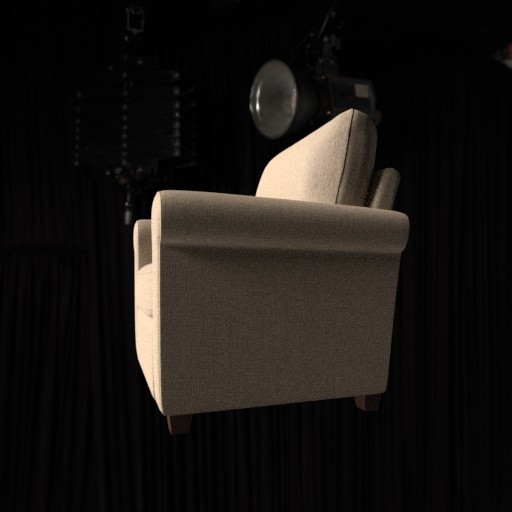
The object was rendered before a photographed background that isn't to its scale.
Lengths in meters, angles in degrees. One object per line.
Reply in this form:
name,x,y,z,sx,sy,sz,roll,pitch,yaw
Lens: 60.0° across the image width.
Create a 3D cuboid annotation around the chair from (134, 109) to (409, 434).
chair,0.000,0.000,2.317,1.180,1.349,1.275,1,-2,-19
